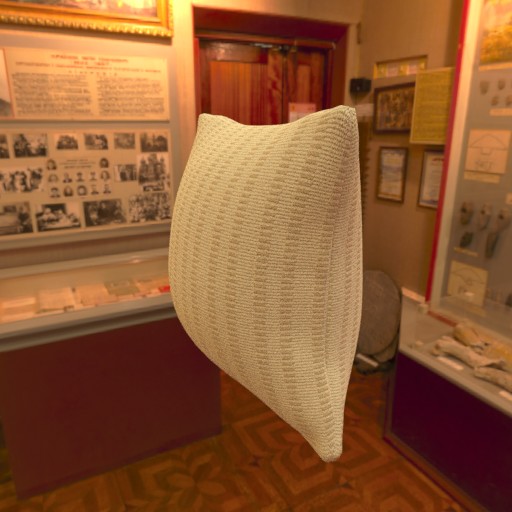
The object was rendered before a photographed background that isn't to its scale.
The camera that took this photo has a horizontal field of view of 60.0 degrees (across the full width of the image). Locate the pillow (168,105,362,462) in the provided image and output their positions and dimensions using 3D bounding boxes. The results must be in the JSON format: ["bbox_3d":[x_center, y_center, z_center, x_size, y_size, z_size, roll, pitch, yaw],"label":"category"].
[{"bbox_3d":[0.000,0.000,0.670,0.247,0.419,0.438,-8,19,-25],"label":"pillow"}]
